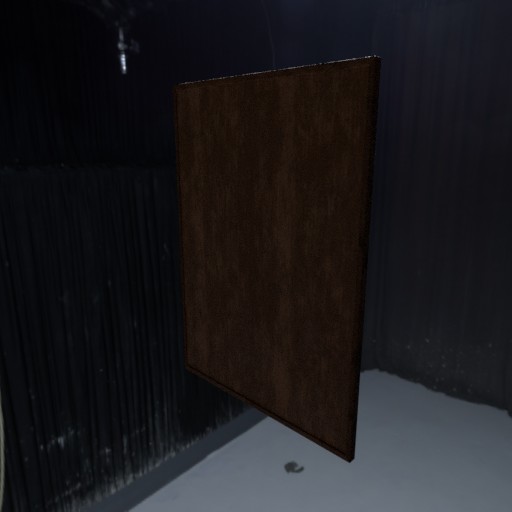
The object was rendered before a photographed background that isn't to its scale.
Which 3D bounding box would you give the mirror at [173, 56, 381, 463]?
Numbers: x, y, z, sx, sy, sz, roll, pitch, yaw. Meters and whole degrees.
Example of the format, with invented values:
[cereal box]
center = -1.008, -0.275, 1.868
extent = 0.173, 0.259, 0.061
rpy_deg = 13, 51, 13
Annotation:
[mirror]
center = 0.000, 0.000, 1.431
extent = 0.796, 1.099, 0.028
rpy_deg = 14, 20, 43
